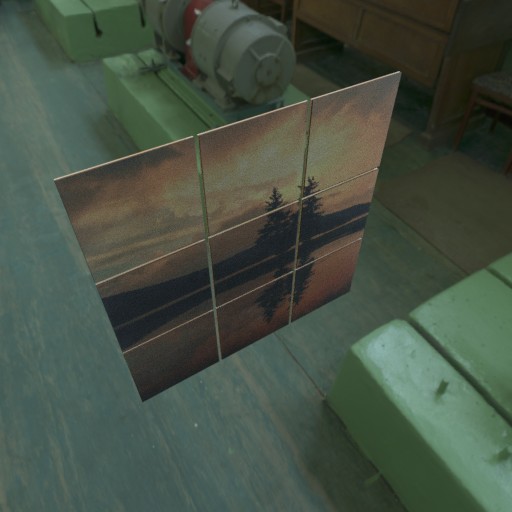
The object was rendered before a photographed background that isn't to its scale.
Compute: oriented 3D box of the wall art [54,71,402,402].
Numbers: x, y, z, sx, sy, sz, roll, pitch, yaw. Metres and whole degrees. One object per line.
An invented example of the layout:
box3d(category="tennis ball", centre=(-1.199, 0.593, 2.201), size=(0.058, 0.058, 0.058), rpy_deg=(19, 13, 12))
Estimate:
box3d(category="wall art", centre=(0.000, 0.000, 1.791), size=(1.216, 1.218, 0.013), rpy_deg=(-24, 51, -22))
